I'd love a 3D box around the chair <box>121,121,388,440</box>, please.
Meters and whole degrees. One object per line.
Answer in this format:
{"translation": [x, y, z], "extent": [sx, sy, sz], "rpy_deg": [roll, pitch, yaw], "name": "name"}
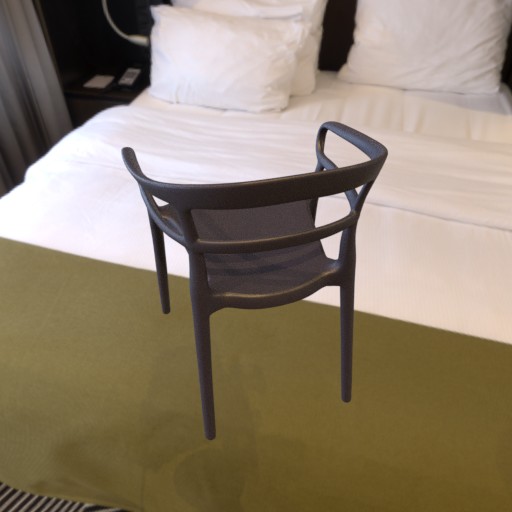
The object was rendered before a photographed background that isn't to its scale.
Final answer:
{"translation": [0.000, 0.000, 1.136], "extent": [0.559, 0.761, 0.527], "rpy_deg": [-11, 42, -12], "name": "chair"}
